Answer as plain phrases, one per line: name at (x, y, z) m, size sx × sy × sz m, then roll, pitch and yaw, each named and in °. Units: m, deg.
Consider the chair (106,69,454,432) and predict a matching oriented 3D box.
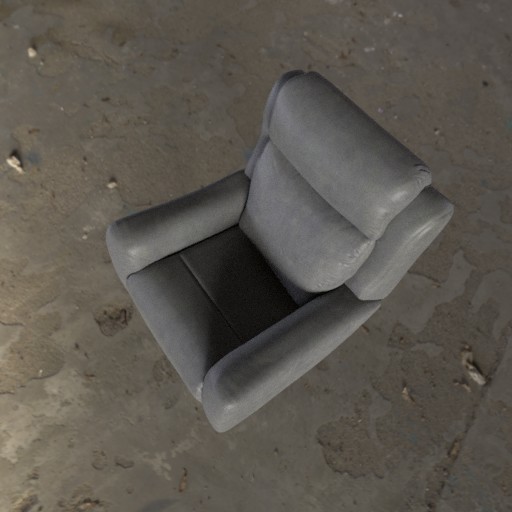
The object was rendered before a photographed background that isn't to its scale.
chair at (0.000, 0.000, 1.903) m, size 1.068 × 1.116 × 0.967 m, roll -32°, pitch 66°, yaw -16°
